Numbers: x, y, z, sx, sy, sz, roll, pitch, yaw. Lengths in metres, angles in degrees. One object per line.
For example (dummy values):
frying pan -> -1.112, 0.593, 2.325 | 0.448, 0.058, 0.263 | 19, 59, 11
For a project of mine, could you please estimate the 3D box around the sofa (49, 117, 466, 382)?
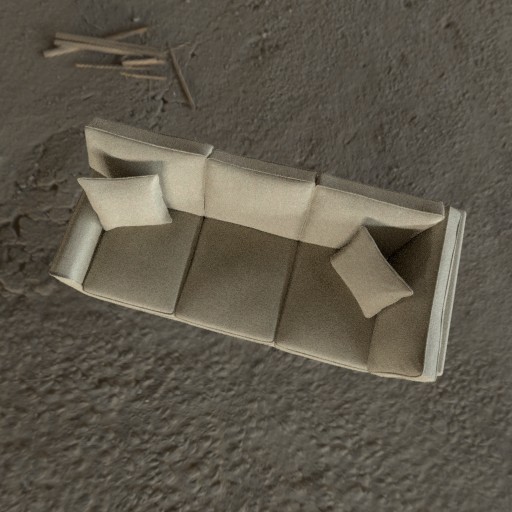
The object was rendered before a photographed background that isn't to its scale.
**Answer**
sofa -> 0.000, 0.000, 2.827 | 2.317, 0.962, 1.061 | 14, 74, 4
